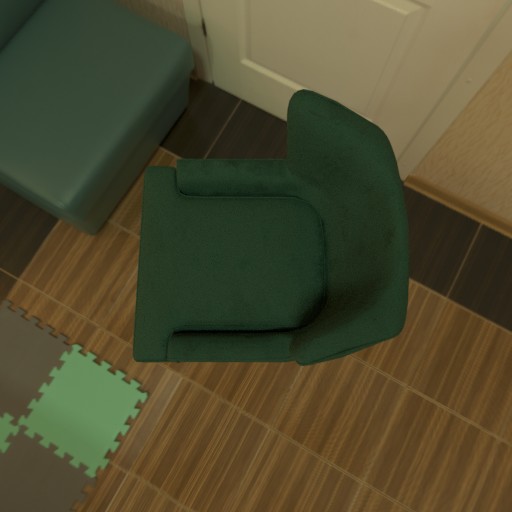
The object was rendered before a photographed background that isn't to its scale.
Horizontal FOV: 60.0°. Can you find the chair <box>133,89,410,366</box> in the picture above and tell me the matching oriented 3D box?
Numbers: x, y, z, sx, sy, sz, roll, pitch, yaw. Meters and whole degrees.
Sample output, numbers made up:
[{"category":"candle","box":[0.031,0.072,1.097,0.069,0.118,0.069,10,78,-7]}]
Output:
[{"category":"chair","box":[0.000,0.000,1.663,0.910,0.952,0.793,0,77,0]}]
